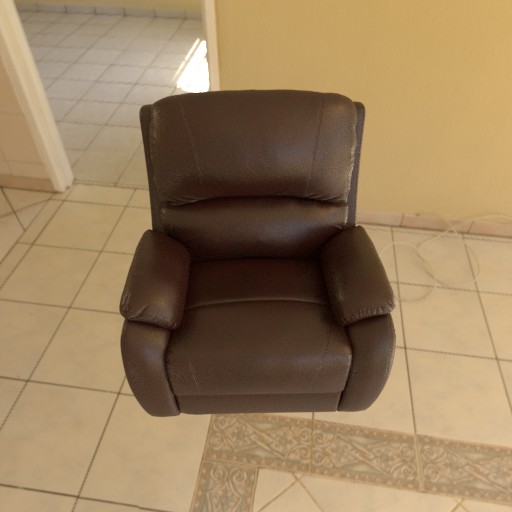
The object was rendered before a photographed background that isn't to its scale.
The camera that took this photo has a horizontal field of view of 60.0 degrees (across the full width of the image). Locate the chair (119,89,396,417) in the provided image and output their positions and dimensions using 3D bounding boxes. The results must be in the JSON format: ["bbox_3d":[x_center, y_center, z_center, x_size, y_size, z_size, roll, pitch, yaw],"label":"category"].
[{"bbox_3d":[0.000,0.000,1.695,0.930,1.011,0.899,-1,45,-1],"label":"chair"}]
